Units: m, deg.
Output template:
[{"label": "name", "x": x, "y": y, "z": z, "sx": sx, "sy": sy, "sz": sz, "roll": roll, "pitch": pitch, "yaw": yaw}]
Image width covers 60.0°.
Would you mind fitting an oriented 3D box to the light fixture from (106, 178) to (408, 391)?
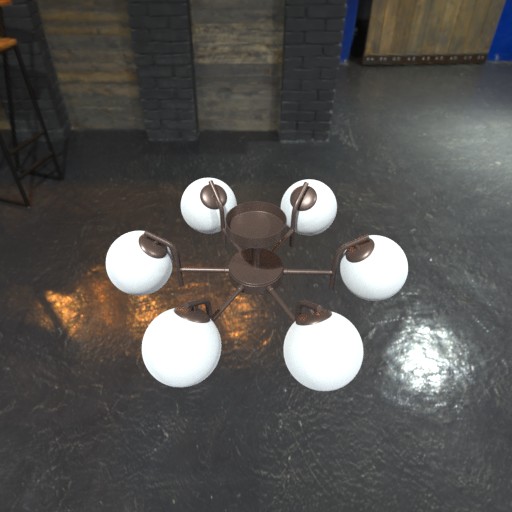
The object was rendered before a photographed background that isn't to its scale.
[{"label": "light fixture", "x": 0.000, "y": 0.000, "z": 0.965, "sx": 0.662, "sy": 0.201, "sz": 0.662, "roll": 0, "pitch": 42, "yaw": 0}]
